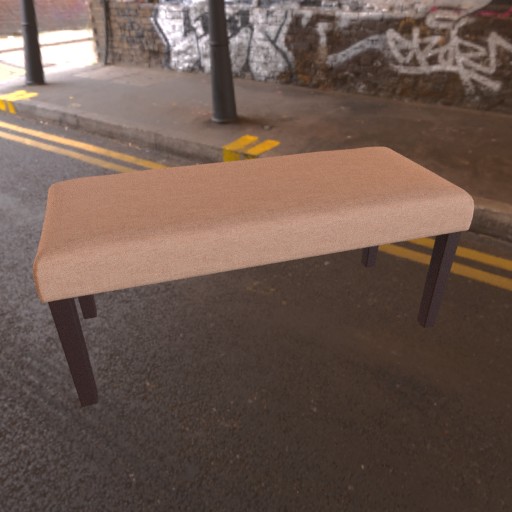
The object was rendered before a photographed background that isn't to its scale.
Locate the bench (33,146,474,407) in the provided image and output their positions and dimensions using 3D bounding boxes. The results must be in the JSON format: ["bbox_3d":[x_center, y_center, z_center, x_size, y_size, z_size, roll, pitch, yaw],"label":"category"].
[{"bbox_3d":[0.000,0.000,1.214,1.013,0.456,0.407,-9,33,-15],"label":"bench"}]
